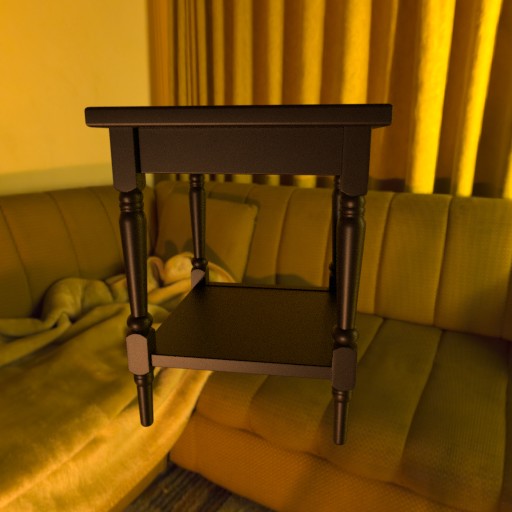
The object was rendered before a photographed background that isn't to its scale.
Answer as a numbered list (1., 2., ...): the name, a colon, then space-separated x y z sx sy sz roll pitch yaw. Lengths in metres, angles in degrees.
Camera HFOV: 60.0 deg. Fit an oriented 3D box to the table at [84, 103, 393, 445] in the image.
1. table: 0.000 0.000 0.926 0.442 0.565 0.488 2 15 8
